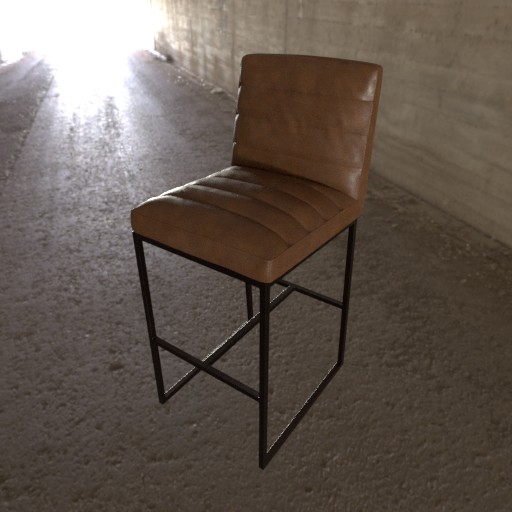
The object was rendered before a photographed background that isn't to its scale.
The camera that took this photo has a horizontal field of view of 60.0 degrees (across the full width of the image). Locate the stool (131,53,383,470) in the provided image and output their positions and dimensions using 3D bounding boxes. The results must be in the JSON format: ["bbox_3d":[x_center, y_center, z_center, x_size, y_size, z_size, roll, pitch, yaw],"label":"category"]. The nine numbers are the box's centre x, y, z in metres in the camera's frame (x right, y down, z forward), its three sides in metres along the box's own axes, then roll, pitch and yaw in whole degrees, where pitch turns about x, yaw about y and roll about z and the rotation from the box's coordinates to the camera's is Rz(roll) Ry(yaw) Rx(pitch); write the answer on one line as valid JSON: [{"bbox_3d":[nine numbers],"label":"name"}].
[{"bbox_3d":[0.000,0.000,1.339,0.463,1.065,0.562,20,36,30],"label":"stool"}]
